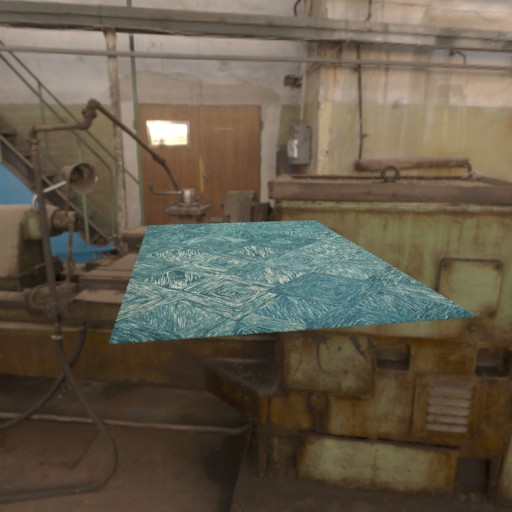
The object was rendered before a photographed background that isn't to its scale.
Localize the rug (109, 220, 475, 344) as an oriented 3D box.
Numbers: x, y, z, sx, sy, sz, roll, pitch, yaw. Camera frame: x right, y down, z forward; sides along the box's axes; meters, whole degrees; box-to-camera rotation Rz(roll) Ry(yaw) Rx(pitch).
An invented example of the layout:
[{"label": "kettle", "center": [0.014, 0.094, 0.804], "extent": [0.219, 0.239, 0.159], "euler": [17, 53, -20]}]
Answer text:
[{"label": "rug", "center": [0.000, 0.000, 2.834], "extent": [1.490, 0.015, 2.277], "euler": [-3, 15, -9]}]
